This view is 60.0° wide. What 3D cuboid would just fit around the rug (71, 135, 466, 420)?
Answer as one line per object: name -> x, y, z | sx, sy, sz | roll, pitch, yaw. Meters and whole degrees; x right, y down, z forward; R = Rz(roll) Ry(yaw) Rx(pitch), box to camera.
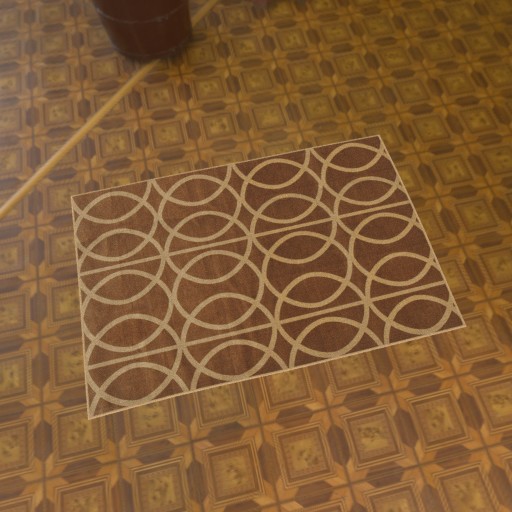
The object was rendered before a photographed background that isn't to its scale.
rug -> 0.000, 0.000, 2.898 | 2.294, 0.014, 1.528 | -12, 65, -6
